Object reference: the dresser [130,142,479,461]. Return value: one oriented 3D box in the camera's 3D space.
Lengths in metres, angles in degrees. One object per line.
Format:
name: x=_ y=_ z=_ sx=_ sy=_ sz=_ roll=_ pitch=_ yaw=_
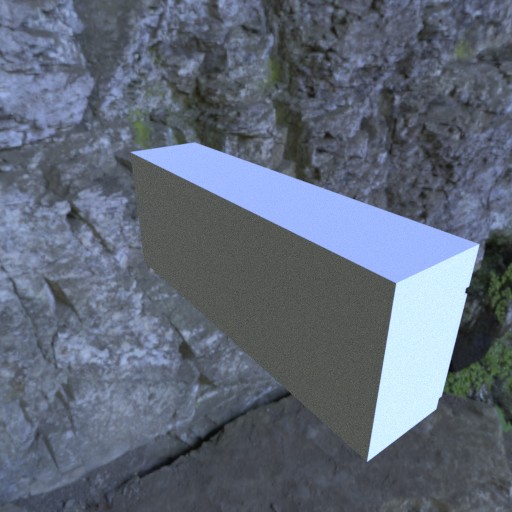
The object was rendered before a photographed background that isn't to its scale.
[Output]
dresser: x=0.000 y=0.000 z=2.541 sx=0.500 sy=0.840 sz=2.200 roll=-18 pitch=32 yaw=-32
